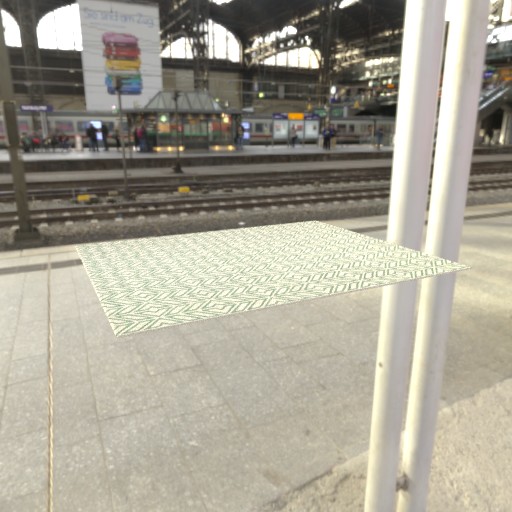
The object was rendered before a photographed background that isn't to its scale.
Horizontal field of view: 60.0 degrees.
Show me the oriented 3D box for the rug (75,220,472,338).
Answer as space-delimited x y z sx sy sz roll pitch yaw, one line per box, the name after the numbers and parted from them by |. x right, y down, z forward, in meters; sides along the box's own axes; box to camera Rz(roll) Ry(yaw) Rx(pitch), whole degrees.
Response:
0.000 0.000 4.294 3.050 0.017 2.441 -8 17 -26 | rug
